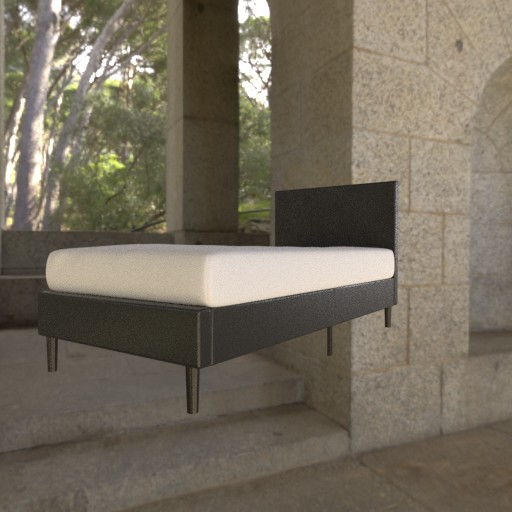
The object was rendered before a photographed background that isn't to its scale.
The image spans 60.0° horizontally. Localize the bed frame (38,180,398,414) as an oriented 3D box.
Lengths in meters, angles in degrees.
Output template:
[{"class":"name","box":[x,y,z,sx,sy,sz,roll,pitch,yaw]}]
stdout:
[{"class":"bed frame","box":[0.000,0.000,2.483,1.038,1.046,2.152,1,1,35]}]
